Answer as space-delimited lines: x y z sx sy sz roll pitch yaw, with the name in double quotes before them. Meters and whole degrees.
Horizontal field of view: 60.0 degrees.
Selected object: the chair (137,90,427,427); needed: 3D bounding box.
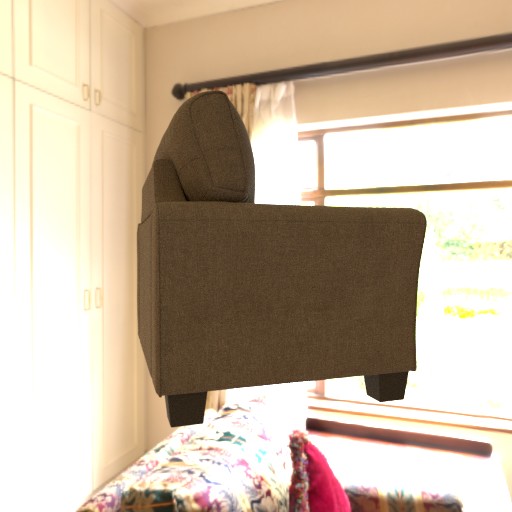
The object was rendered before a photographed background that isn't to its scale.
"chair" 0.000 0.000 1.645 0.816 0.890 0.941 0 0 -18
